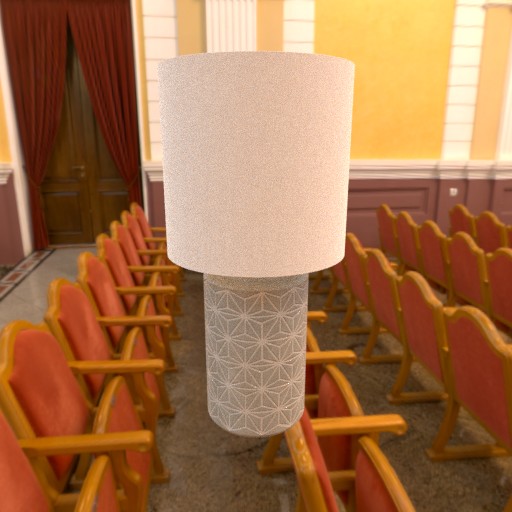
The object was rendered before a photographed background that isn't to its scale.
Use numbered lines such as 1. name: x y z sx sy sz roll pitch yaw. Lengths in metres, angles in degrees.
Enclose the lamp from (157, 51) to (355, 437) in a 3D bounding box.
1. lamp: 0.000 0.000 0.528 0.206 0.416 0.206 -2 16 -7
